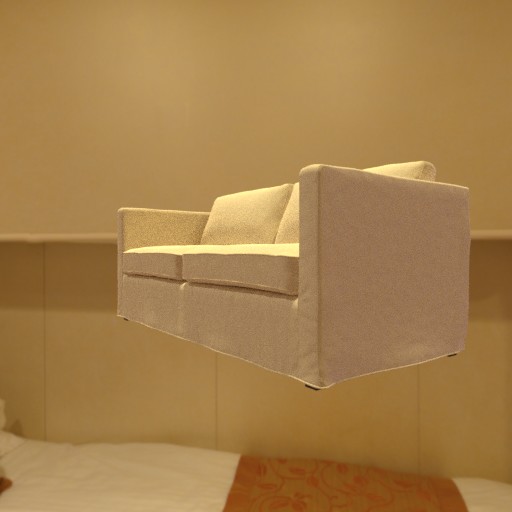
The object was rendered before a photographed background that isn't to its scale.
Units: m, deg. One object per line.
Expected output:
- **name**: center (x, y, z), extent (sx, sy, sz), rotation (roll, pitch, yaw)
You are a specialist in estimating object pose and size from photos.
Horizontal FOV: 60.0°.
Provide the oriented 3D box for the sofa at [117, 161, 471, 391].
- **sofa**: center (0.000, 0.000, 2.468), extent (0.940, 0.870, 1.987), rotation (-1, 1, -36)
